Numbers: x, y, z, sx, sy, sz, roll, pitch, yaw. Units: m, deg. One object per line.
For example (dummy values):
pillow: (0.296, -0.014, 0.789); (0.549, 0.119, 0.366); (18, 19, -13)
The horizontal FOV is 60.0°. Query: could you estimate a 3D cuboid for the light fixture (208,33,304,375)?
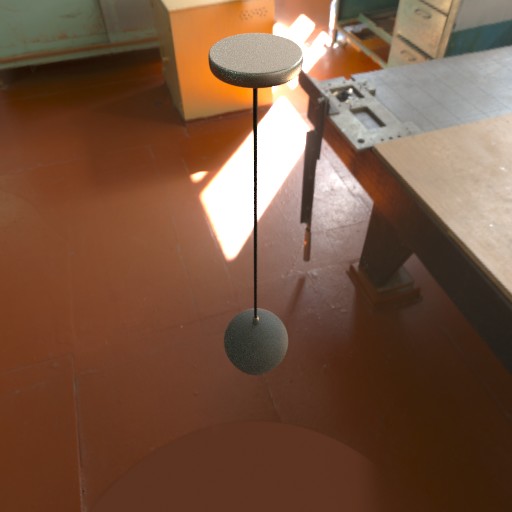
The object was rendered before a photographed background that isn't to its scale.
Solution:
light fixture: (0.000, 0.000, 0.835); (0.153, 0.760, 0.153); (12, 49, 10)
